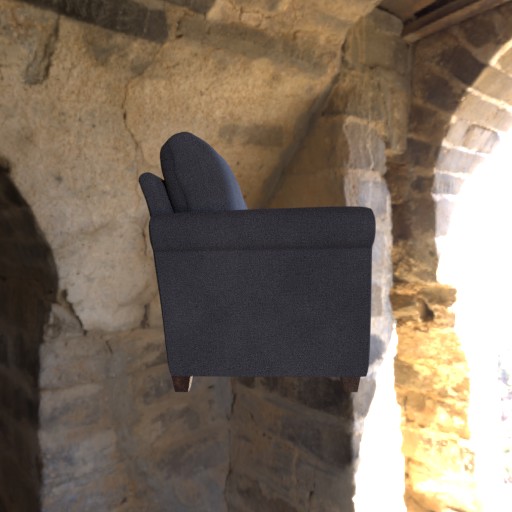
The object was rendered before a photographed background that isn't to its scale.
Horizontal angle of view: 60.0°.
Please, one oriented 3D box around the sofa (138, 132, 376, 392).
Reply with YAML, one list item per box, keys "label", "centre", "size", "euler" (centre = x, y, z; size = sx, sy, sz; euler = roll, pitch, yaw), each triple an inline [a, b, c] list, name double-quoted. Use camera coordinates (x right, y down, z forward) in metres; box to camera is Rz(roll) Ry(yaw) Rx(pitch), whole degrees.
- label: "sofa"
  centre: [0.000, 0.000, 2.439]
  size: [0.842, 0.942, 1.935]
  euler: [0, 0, 1]
